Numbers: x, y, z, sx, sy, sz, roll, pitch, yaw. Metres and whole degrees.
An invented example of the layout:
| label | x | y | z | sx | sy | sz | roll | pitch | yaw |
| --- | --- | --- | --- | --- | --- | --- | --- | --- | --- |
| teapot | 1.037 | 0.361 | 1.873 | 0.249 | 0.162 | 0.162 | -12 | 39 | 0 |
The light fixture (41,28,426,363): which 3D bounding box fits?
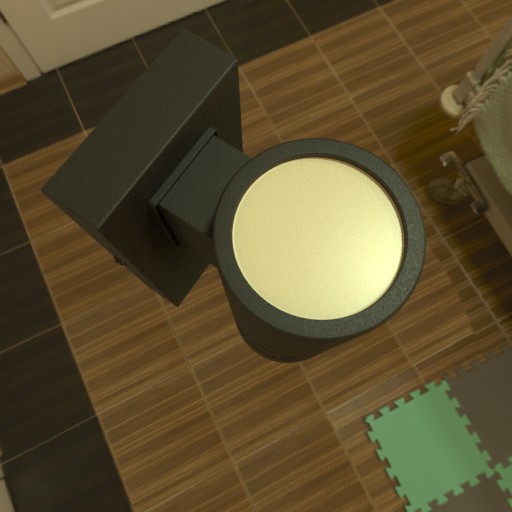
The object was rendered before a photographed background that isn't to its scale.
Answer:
| label | x | y | z | sx | sy | sz | roll | pitch | yaw |
| --- | --- | --- | --- | --- | --- | --- | --- | --- | --- |
| light fixture | 0.000 | 0.000 | 0.256 | 0.138 | 0.179 | 0.098 | 33 | 77 | 9 |
